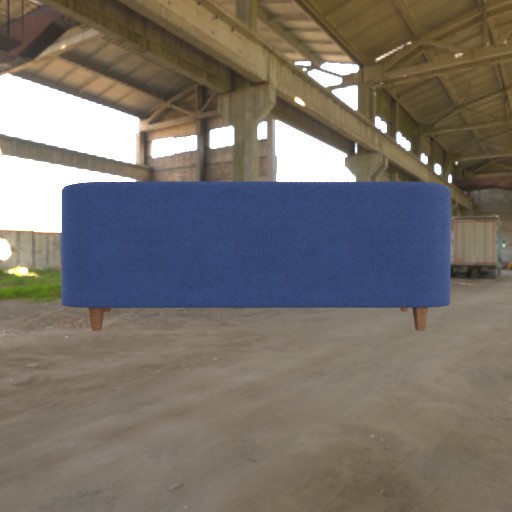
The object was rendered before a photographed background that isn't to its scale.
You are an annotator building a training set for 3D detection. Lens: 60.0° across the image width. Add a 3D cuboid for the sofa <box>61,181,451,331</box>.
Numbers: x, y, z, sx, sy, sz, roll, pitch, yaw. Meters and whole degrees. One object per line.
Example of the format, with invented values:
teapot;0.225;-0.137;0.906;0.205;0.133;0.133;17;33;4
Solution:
sofa;0.000;0.000;2.733;2.235;0.787;0.914;0;1;0
